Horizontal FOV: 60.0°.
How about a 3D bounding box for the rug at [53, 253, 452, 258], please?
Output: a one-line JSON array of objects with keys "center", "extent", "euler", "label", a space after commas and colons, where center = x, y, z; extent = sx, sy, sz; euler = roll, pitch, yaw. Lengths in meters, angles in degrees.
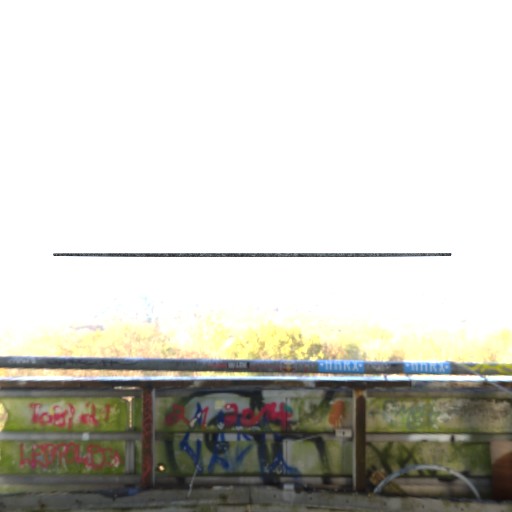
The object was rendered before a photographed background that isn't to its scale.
[{"center": [0.000, 0.000, 4.146], "extent": [2.401, 0.025, 3.000], "euler": [0, 0, 1], "label": "rug"}]
